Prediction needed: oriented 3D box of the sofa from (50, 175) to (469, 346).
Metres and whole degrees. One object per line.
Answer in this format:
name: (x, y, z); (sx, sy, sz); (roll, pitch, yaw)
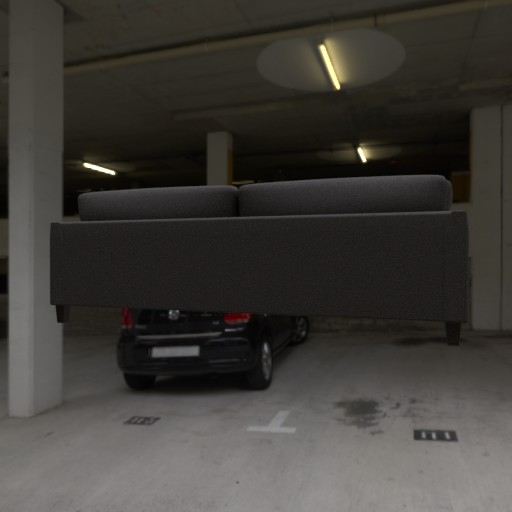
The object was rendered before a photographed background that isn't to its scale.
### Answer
sofa: (0.000, 0.000, 2.727); (2.312, 0.792, 0.969); (0, 0, 18)
